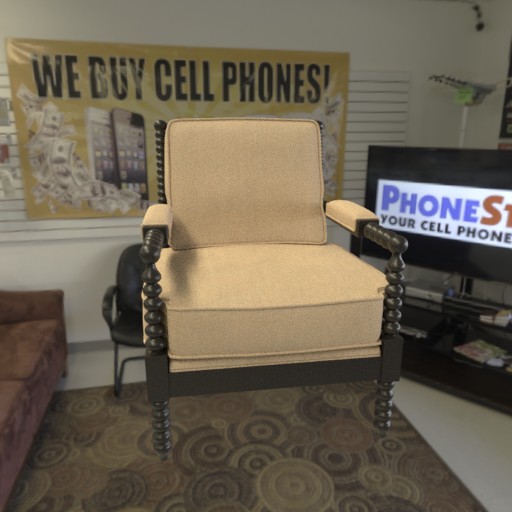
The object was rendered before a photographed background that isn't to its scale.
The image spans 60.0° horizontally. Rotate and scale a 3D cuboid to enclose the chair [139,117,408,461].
[{"bbox_3d":[0.000,0.000,1.154,0.555,0.703,0.657,-2,15,-8],"label":"chair"}]
